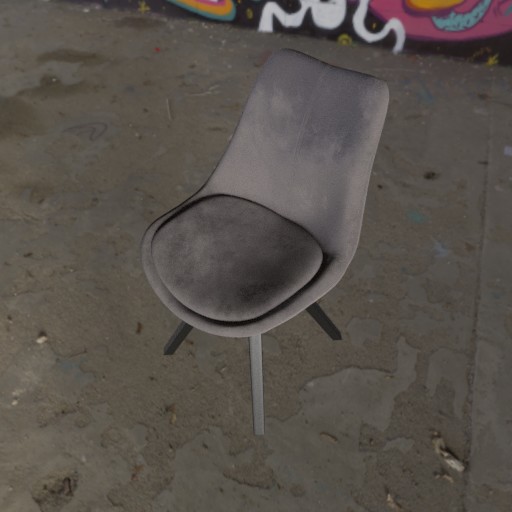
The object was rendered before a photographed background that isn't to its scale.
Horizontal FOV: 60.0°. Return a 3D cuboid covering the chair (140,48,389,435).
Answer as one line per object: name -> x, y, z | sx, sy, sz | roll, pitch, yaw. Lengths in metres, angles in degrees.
chair -> 0.000, 0.000, 1.163 | 0.476, 0.850, 0.550 | 32, 54, 27
